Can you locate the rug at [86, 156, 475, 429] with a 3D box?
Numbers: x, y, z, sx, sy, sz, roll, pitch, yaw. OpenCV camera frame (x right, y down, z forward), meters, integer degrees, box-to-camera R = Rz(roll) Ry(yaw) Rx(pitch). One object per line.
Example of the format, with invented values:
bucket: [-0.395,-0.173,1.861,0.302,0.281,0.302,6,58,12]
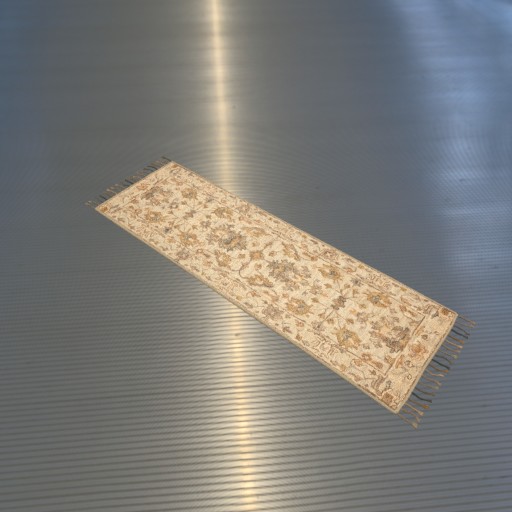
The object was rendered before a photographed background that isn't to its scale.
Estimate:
rug: [0.000,0.000,2.682,2.438,0.021,0.729,31,54,26]
